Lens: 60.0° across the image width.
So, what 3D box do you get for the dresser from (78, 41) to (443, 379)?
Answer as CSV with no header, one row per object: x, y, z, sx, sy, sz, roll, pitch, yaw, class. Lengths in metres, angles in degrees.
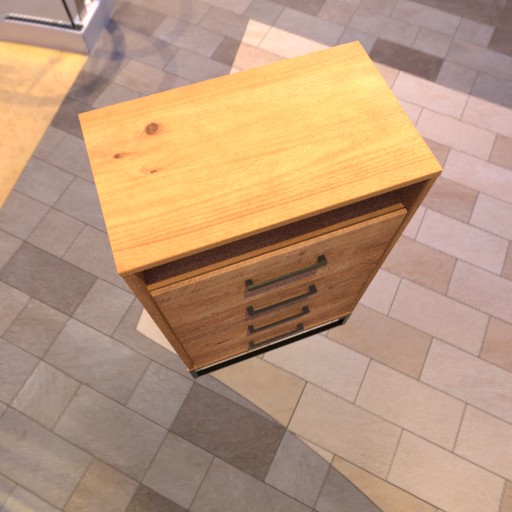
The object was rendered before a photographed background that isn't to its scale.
0.000,0.000,1.605,0.761,1.240,0.479,-18,66,-8,dresser
